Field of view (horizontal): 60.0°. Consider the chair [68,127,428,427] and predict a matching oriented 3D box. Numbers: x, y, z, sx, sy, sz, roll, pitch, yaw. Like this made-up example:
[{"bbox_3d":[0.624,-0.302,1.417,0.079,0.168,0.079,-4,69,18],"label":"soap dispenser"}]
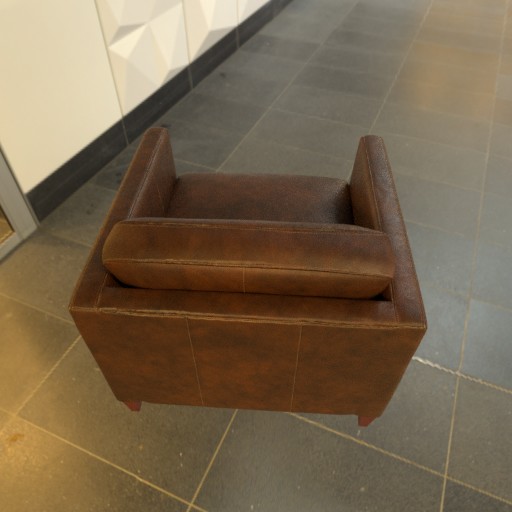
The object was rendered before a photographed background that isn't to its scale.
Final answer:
[{"bbox_3d":[0.000,0.000,1.721,0.990,0.864,0.975,3,47,3],"label":"chair"}]
